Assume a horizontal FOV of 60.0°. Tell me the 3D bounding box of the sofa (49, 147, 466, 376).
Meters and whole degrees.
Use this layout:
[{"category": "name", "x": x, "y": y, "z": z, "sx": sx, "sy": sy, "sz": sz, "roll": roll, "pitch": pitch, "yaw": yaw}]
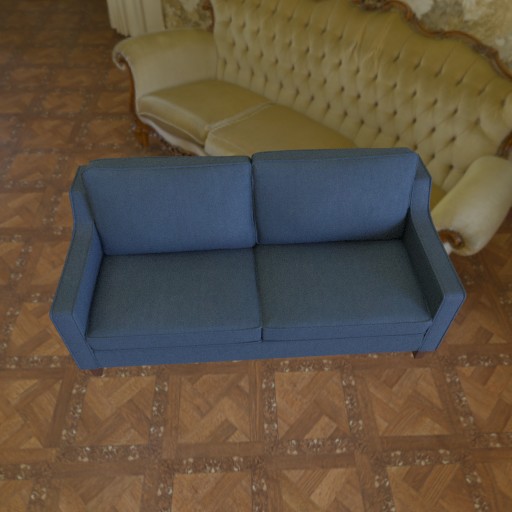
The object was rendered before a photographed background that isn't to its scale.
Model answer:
[{"category": "sofa", "x": 0.000, "y": 0.000, "z": 2.754, "sx": 2.178, "sy": 1.071, "sz": 1.066, "roll": -3, "pitch": 48, "yaw": -2}]
